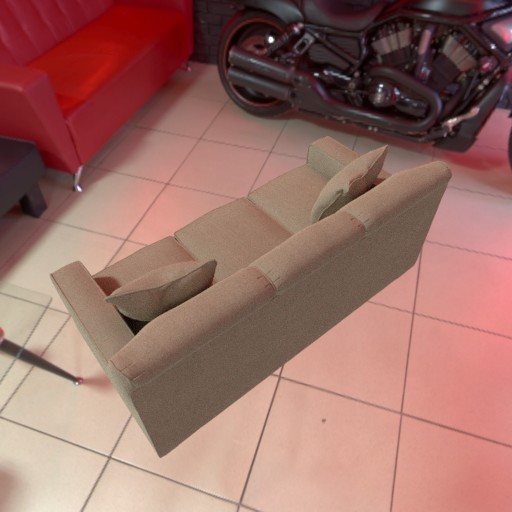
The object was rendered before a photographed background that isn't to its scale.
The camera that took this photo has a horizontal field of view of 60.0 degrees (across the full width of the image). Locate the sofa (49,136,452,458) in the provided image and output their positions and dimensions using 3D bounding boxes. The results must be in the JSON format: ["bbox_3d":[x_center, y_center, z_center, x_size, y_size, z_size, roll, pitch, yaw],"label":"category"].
[{"bbox_3d":[0.000,0.000,2.558,2.024,0.958,0.997,-31,55,-25],"label":"sofa"}]
